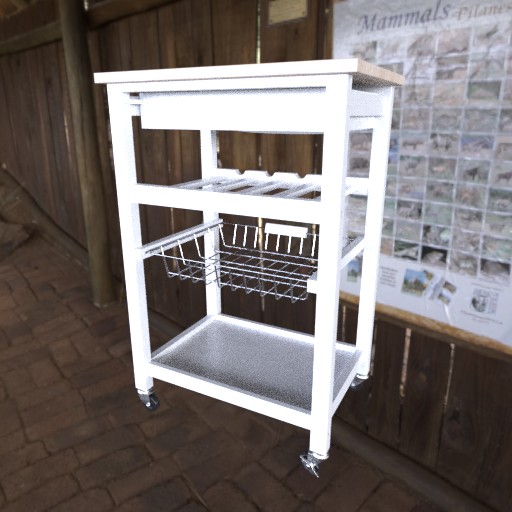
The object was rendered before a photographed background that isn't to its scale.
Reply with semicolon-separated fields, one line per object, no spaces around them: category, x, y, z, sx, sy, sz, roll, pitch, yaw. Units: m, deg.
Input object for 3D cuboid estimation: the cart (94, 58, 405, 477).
cart;0.000;0.000;1.129;0.578;0.857;0.406;9;20;26
